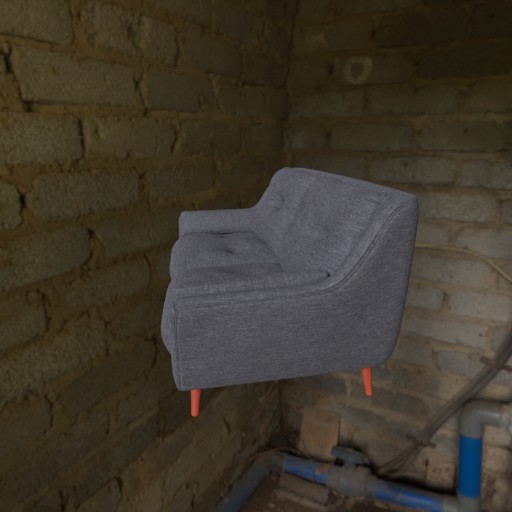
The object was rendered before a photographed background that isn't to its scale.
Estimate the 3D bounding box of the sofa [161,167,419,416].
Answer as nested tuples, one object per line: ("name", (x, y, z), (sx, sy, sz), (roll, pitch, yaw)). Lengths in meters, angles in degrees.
("sofa", (0.000, 0.000, 2.456), (0.975, 0.896, 1.929), (-2, 15, -8))
